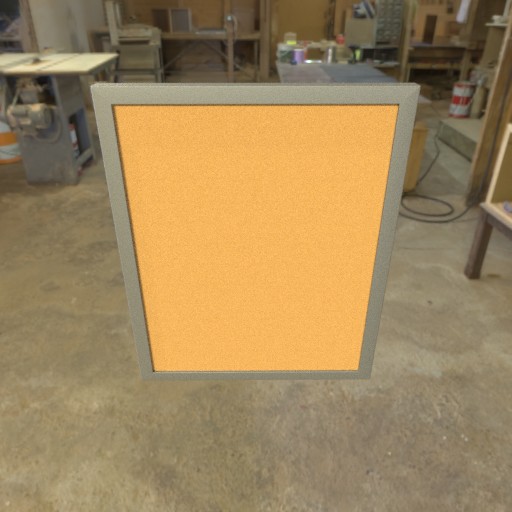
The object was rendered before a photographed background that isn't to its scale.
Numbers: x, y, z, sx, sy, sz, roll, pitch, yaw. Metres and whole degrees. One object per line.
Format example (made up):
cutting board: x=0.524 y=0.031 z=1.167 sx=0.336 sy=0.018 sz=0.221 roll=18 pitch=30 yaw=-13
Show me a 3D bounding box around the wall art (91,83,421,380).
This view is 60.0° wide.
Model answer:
wall art: x=0.000 y=0.000 z=0.764 sx=0.458 sy=0.558 sz=0.029 roll=0 pitch=30 yaw=0
